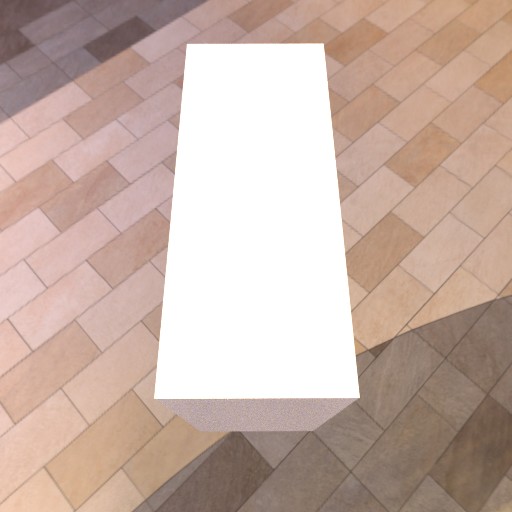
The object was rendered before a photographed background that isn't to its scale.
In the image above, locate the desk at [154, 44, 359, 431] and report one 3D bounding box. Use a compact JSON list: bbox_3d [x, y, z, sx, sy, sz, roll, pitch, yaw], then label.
[{"bbox_3d":[0.000,0.000,1.438,0.400,0.790,1.000,0,64,0],"label":"desk"}]
